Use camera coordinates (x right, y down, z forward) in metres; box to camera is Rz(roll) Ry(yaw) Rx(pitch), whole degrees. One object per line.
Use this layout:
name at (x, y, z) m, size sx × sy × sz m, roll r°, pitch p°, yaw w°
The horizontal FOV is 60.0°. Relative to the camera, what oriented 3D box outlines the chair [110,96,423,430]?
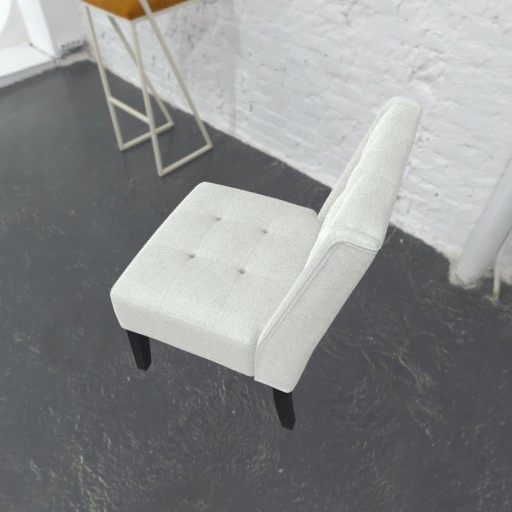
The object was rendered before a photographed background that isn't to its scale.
chair at (0.000, 0.000, 1.298) m, size 0.676 × 0.853 × 0.569 m, roll 16°, pitch 48°, yaw 15°
